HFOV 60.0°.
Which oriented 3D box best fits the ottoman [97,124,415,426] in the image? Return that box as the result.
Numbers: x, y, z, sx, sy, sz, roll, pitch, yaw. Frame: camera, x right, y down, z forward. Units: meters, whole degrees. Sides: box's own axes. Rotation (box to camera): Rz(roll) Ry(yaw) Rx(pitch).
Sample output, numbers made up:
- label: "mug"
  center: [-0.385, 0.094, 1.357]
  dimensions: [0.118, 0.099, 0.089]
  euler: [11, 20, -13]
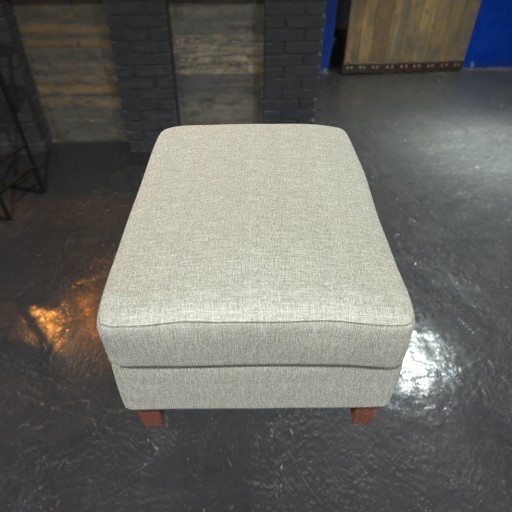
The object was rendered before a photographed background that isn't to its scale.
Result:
- label: "ottoman"
  center: [0.000, 0.000, 1.264]
  dimensions: [0.639, 0.494, 0.873]
  euler: [0, 40, 0]
